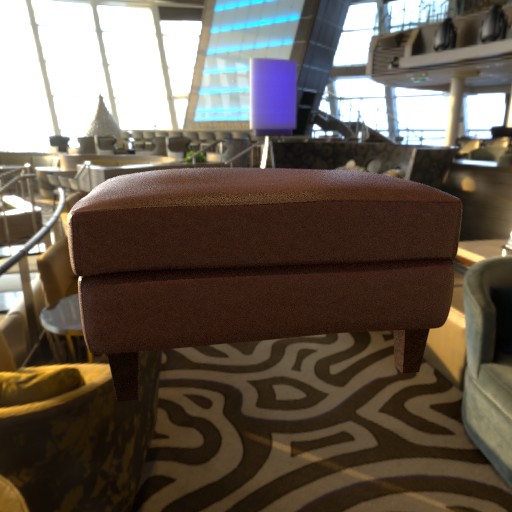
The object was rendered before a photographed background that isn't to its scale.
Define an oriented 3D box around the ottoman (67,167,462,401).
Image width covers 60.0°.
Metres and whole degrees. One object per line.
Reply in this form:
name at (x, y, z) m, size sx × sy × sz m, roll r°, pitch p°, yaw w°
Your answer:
ottoman at (0.000, 0.000, 1.245) m, size 0.851 × 0.485 × 0.650 m, roll -3°, pitch 16°, yaw -10°
